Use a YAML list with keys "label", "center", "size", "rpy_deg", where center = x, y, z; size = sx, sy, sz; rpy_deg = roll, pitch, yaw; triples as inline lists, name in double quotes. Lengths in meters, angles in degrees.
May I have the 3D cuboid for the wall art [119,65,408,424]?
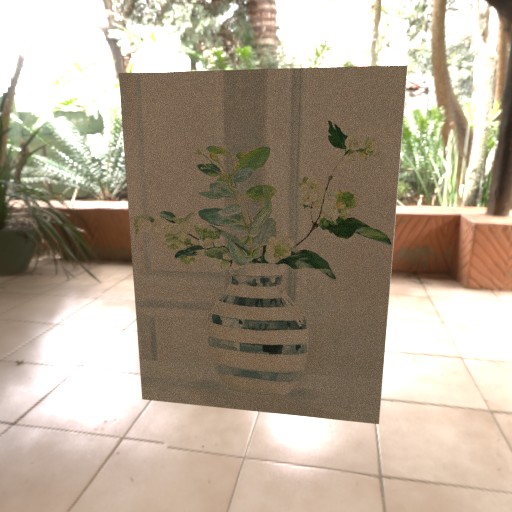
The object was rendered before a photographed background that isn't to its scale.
- label: "wall art"
  center: [0.000, 0.000, 1.551]
  size: [0.914, 1.212, 0.038]
  rpy_deg: [3, 15, 10]
